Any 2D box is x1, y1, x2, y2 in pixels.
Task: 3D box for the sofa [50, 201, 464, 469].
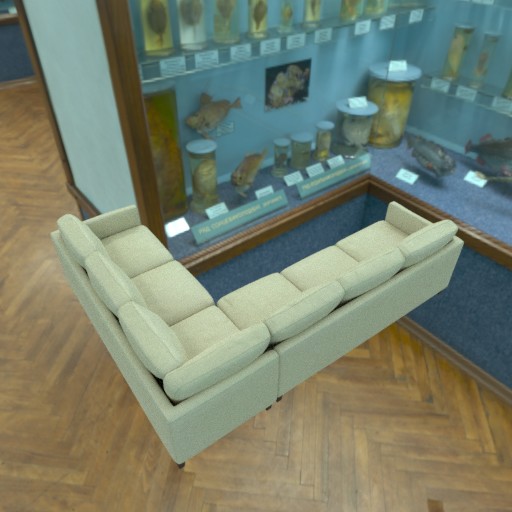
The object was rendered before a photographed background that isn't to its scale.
[{"bbox_3d":[0.000,0.000,4.547,3.302,0.947,2.593,-25,46,-27],"label":"sofa"}]
